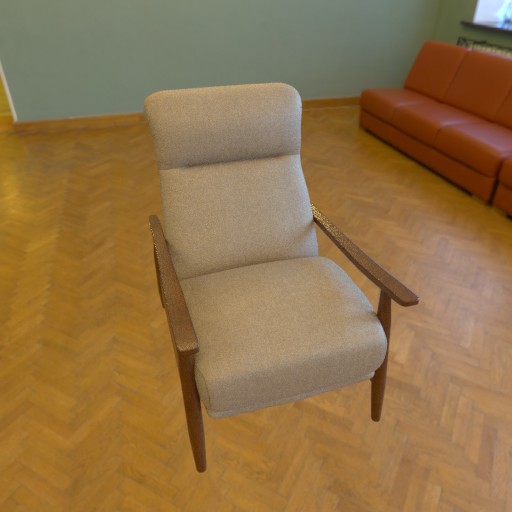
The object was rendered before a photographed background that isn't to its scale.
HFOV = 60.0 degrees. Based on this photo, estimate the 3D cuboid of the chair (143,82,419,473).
[{"bbox_3d":[0.000,0.000,1.745,0.762,1.082,1.030,-10,35,-14],"label":"chair"}]
